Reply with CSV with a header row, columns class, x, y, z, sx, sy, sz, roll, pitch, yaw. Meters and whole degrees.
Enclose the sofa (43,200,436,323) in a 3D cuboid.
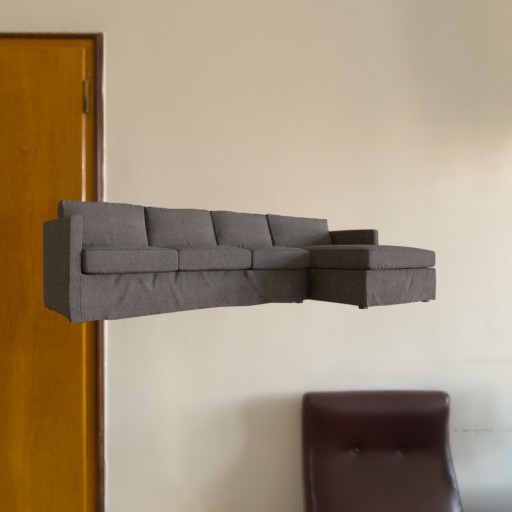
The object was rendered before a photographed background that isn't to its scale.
class,x,y,z,sx,sy,sz,roll,pitch,yaw
sofa,0.000,0.000,3.949,3.205,0.922,1.650,0,0,-36
